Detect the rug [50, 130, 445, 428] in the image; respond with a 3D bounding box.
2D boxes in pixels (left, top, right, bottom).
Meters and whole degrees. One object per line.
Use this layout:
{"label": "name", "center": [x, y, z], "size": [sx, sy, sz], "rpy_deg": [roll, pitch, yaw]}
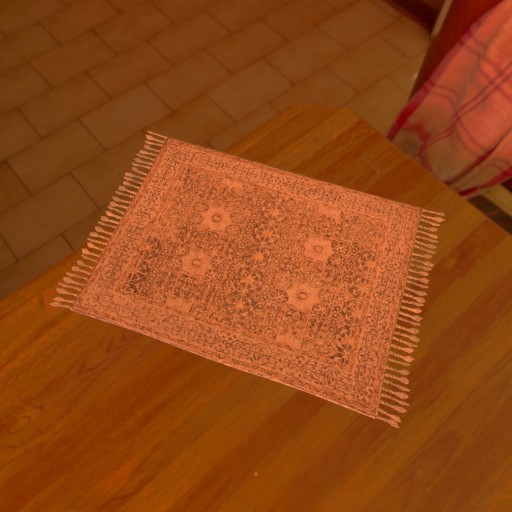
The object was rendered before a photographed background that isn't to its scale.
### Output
{"label": "rug", "center": [0.000, 0.000, 3.167], "size": [2.465, 0.023, 1.619], "rpy_deg": [17, 65, 8]}
